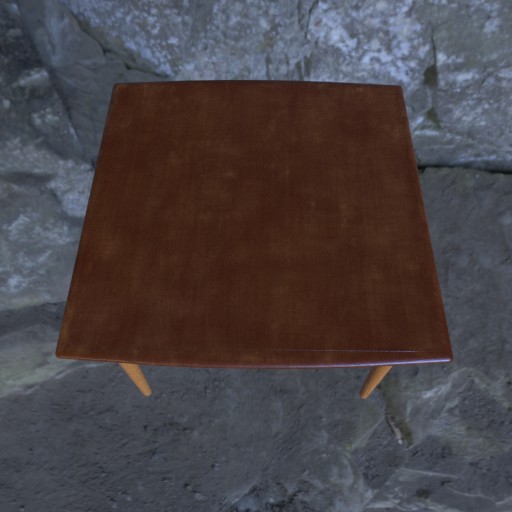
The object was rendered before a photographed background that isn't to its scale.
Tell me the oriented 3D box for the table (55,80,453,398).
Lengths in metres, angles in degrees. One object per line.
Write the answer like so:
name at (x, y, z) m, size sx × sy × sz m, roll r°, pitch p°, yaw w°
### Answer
table at (0.000, 0.000, 1.638) m, size 0.991 × 0.754 × 0.991 m, roll 1°, pitch 63°, yaw 0°
